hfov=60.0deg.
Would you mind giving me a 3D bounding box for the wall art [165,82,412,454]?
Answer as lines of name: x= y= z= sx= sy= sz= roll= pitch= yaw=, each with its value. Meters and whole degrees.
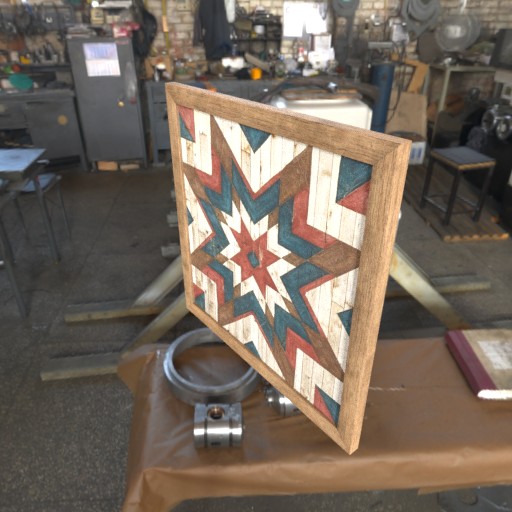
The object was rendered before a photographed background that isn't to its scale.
wall art: x=0.000 y=0.000 z=1.047 sx=0.029 sy=0.691 sz=0.695 roll=-22 pitch=36 yaw=-33
